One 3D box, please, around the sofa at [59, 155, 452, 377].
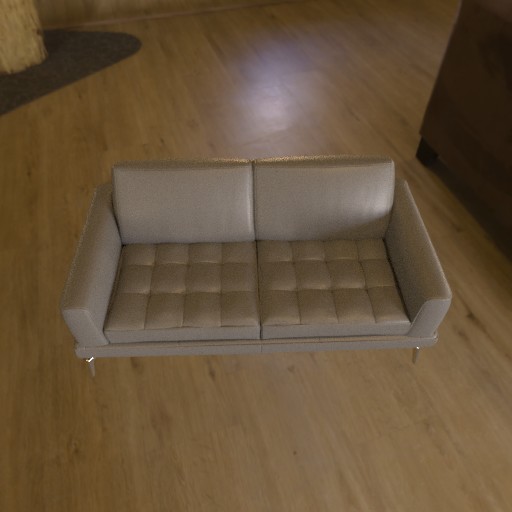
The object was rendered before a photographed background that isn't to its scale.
[{"bbox_3d":[0.000,0.000,2.804,2.177,0.930,1.121,-1,48,-1],"label":"sofa"}]
